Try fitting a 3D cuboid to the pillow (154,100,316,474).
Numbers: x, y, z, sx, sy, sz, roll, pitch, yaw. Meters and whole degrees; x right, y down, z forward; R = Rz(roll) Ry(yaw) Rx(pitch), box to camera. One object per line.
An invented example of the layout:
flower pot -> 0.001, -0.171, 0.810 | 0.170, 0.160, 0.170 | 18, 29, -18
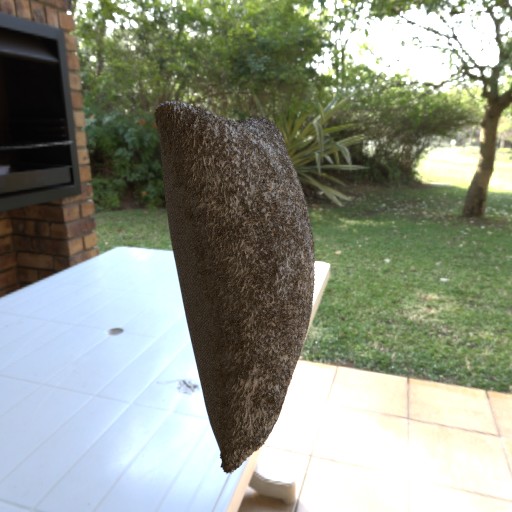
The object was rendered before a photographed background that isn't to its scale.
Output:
pillow -> 0.000, 0.000, 0.813 | 0.218, 0.515, 0.529 | 3, 16, 11
